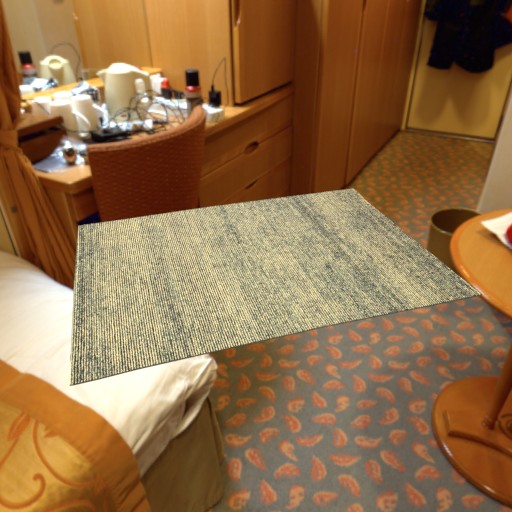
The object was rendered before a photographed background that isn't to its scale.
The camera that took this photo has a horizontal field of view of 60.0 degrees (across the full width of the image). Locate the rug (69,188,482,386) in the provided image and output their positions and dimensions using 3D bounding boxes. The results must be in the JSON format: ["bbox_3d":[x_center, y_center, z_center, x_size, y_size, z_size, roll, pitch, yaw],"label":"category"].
[{"bbox_3d":[0.000,0.000,3.021,2.349,0.030,1.624,-9,34,-14],"label":"rug"}]
